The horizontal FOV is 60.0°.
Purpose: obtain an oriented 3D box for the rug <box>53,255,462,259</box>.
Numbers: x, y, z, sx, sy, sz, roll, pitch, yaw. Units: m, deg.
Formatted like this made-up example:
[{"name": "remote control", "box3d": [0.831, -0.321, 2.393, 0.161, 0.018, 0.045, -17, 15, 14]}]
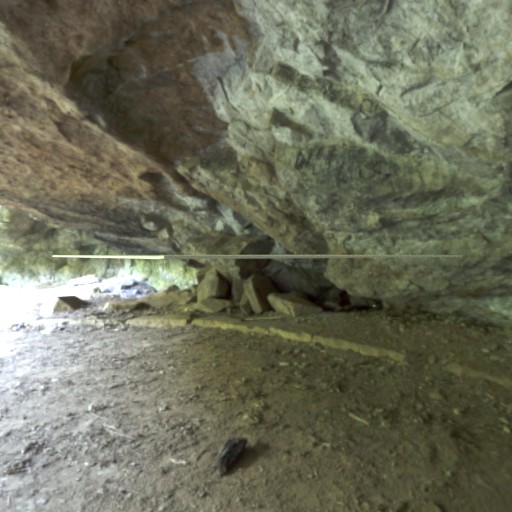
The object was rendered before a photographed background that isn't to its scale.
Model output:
[{"name": "rug", "box3d": [0.000, 0.000, 4.183, 3.051, 0.020, 2.407, 0, 0, -37]}]
